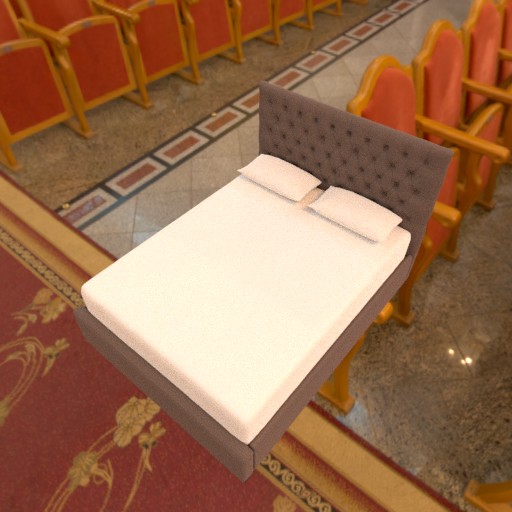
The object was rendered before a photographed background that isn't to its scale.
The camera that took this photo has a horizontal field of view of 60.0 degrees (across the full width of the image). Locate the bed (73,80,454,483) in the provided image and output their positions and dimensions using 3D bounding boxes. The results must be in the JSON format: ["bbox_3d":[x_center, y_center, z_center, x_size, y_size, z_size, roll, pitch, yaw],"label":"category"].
[{"bbox_3d":[0.000,0.000,3.283,1.696,1.426,2.233,31,53,26],"label":"bed"}]
